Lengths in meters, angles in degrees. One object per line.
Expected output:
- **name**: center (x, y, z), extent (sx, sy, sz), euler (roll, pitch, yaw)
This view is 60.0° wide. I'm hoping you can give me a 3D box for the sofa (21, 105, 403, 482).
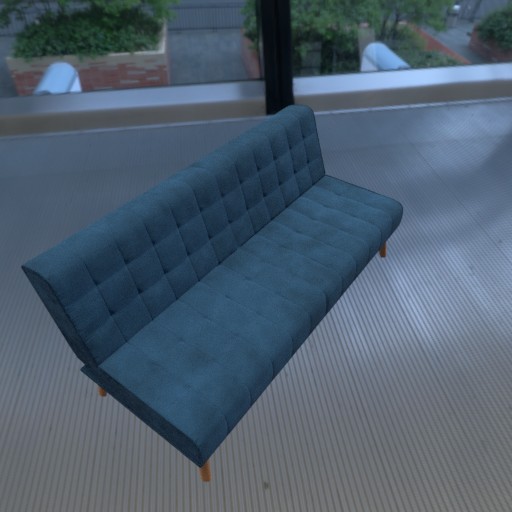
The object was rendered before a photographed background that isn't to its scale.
- **sofa**: center (0.000, 0.000, 2.243), extent (0.855, 0.813, 1.804), euler (26, 48, 26)
